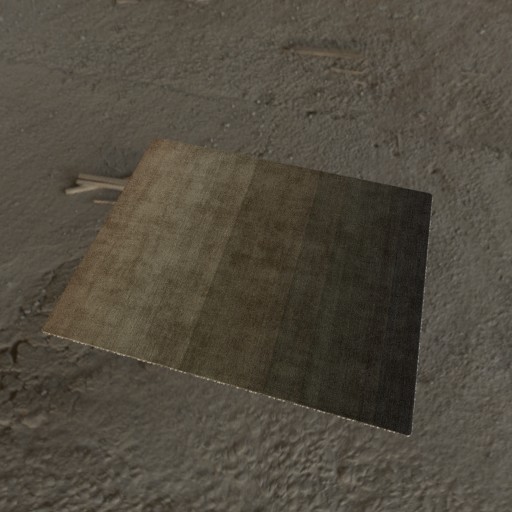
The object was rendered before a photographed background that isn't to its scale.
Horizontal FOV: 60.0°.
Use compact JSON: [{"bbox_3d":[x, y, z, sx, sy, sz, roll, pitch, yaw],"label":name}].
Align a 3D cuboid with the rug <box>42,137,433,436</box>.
[{"bbox_3d":[0.000,0.000,3.894,2.902,0.017,2.306,13,58,8],"label":"rug"}]
